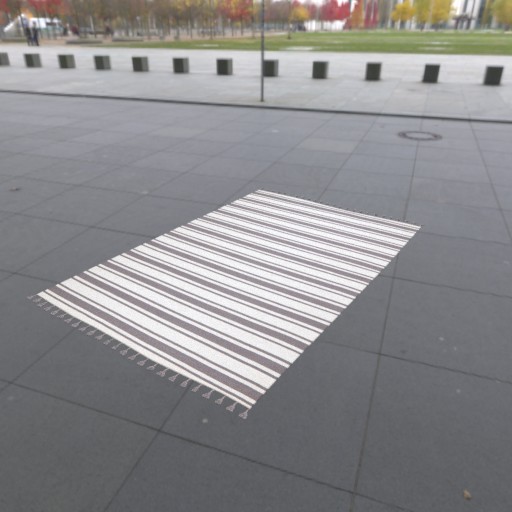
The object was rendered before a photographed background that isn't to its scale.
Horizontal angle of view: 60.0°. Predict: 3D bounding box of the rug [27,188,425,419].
[{"bbox_3d":[0.000,0.000,3.027,1.563,0.014,2.425,18,32,31],"label":"rug"}]
